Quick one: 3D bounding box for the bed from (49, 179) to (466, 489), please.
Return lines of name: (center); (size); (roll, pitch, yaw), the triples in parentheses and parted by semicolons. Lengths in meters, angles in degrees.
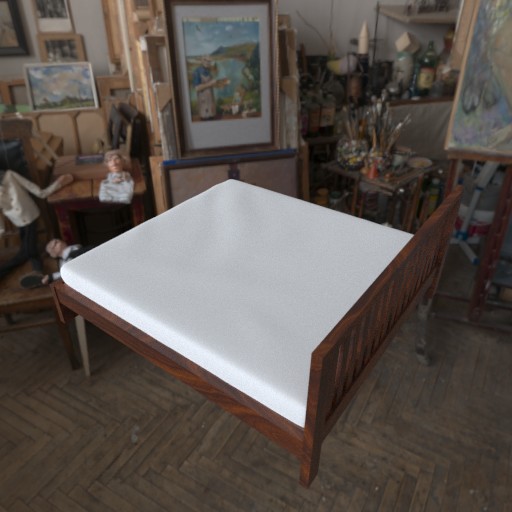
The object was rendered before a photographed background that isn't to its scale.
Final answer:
bed: (0.000, 0.000, 3.034); (2.030, 0.890, 1.905); (22, 39, 30)
